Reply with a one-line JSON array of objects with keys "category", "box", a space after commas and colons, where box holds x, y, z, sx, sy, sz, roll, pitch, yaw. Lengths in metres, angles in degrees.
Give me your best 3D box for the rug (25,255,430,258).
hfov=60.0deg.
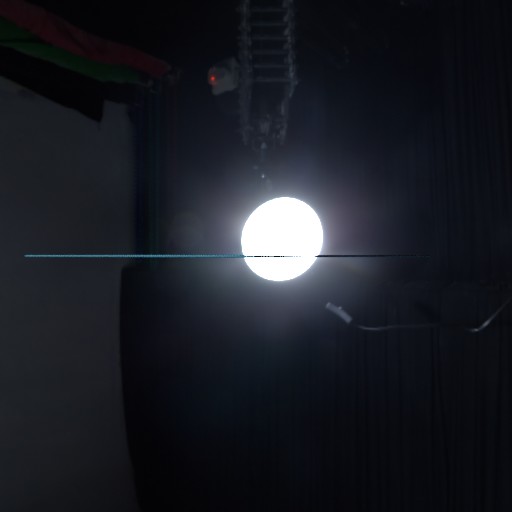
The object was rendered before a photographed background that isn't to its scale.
[{"category": "rug", "box": [0.000, 0.000, 4.009, 2.226, 0.015, 3.044, 0, 0, 36]}]
